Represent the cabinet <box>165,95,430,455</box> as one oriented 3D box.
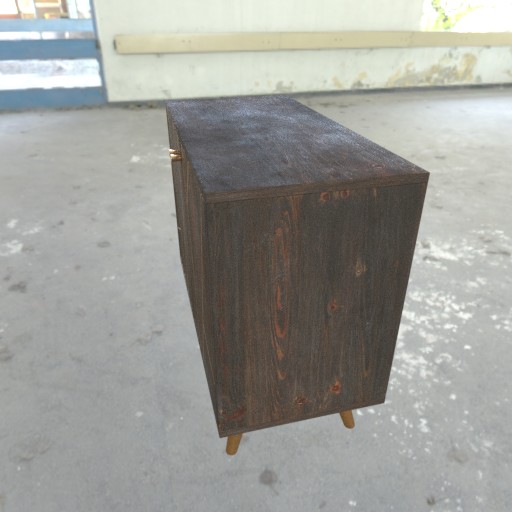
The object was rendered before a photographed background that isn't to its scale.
[{"bbox_3d":[0.000,0.000,1.563,0.529,0.897,1.023,-7,30,-13],"label":"cabinet"}]
